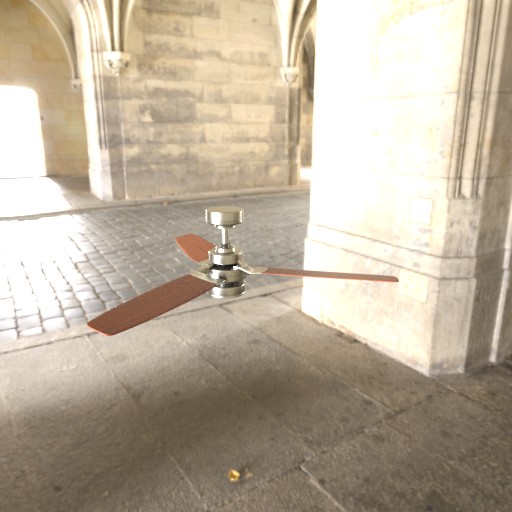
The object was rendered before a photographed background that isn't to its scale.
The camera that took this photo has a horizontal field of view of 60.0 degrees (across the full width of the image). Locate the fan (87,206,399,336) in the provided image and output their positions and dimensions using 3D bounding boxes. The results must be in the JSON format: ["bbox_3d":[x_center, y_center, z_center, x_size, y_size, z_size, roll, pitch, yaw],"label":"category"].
[{"bbox_3d":[0.000,0.000,2.025,1.271,0.410,1.416,3,16,10],"label":"fan"}]
